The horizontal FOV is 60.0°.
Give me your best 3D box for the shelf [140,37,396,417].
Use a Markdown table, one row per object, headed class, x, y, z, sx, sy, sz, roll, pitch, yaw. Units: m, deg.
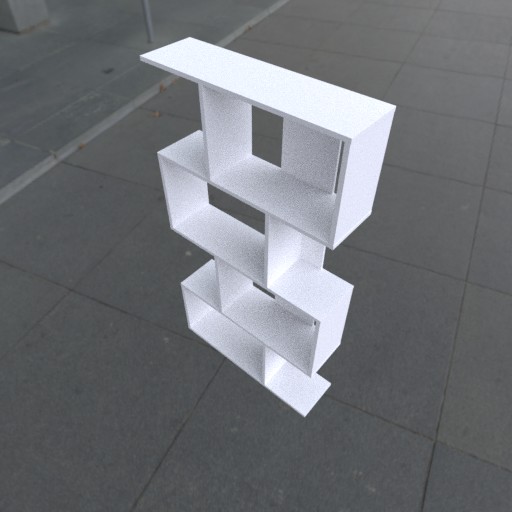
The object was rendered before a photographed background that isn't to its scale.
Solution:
| class | x | y | z | sx | sy | sz | roll | pitch | yaw |
| --- | --- | --- | --- | --- | --- | --- | --- | --- | --- |
| shelf | 0.000 | 0.000 | 2.041 | 0.890 | 1.650 | 0.250 | 31 | 53 | 27 |
